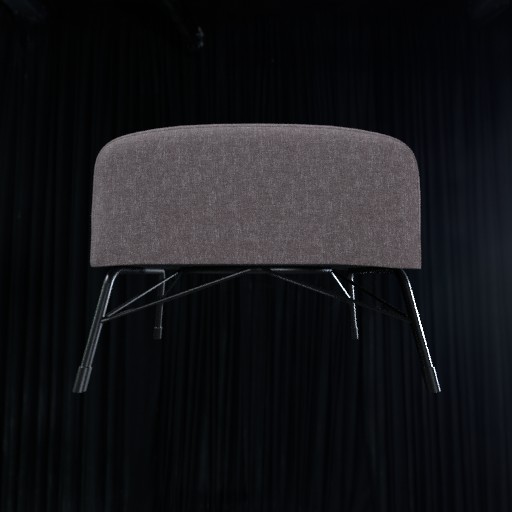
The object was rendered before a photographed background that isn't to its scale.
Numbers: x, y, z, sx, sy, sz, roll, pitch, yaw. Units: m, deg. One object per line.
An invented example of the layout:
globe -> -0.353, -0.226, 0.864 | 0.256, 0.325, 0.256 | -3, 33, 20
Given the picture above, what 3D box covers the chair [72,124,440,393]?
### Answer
chair -> 0.000, 0.000, 0.903 | 0.530, 0.410, 0.530 | 0, -2, 0
